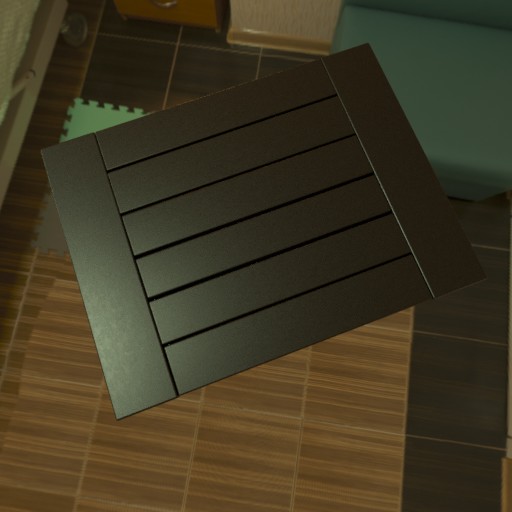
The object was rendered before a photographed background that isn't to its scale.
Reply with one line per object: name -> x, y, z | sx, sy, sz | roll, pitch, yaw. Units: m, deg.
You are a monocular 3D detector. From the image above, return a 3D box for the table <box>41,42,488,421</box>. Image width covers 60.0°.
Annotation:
table -> 0.000, 0.000, 1.008 | 0.602, 0.604, 0.460 | -20, 77, -5
